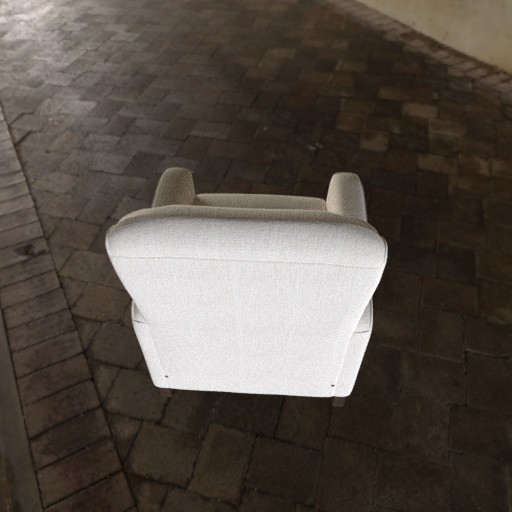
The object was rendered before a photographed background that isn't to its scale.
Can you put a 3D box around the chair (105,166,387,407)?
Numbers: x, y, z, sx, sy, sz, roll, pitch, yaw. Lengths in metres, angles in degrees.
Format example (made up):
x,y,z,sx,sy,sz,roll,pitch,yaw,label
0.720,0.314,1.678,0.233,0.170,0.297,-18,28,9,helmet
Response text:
x,y,z,sx,sy,sz,roll,pitch,yaw,label
0.000,0.000,1.671,0.841,1.028,0.858,2,47,2,chair
